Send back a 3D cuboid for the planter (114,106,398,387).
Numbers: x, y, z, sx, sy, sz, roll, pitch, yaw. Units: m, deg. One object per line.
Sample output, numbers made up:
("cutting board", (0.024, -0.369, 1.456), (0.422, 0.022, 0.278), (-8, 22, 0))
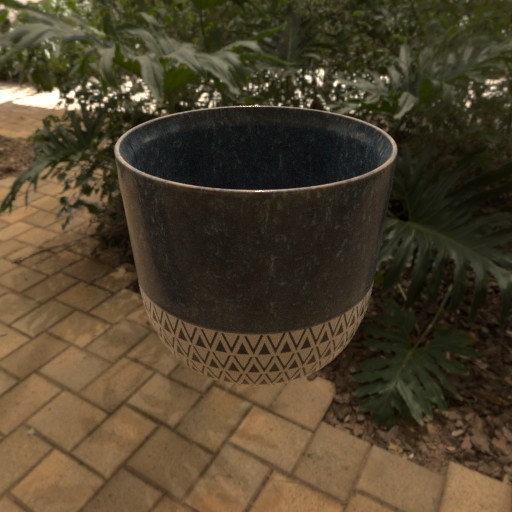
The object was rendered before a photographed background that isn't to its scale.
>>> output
("planter", (0.000, 0.000, 0.500), (0.266, 0.270, 0.266), (0, 31, 0))
